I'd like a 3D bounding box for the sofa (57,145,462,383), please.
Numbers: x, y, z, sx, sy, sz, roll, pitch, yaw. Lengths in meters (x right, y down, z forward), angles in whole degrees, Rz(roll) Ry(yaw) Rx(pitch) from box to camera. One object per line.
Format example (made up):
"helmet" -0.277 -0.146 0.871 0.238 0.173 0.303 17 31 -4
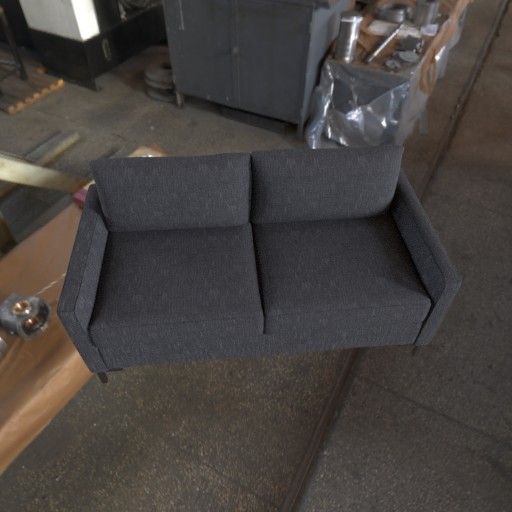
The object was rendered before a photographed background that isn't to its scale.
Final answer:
"sofa" 0.000 0.000 2.238 1.716 0.862 0.866 -4 47 -4
